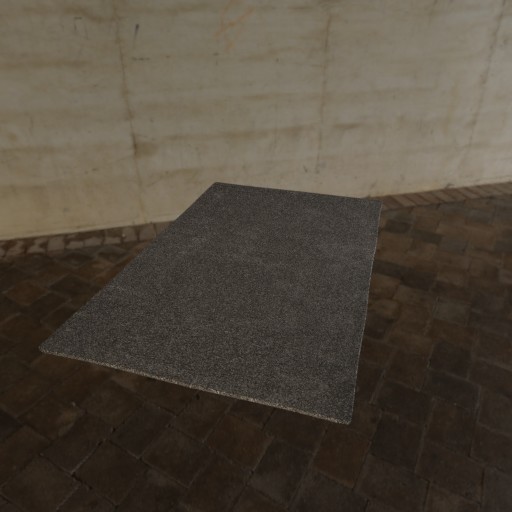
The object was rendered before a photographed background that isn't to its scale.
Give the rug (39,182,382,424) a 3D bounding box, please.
[{"bbox_3d":[0.000,0.000,2.932,1.502,0.025,2.350,9,31,15],"label":"rug"}]
